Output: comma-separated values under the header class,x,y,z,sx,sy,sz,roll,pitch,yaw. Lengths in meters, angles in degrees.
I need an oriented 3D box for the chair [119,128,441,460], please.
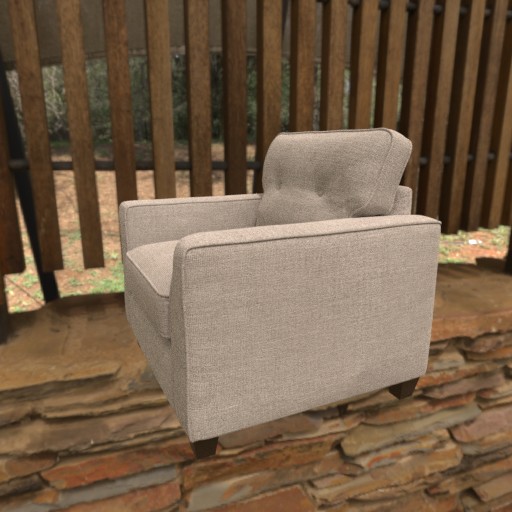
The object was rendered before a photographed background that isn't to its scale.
class,x,y,z,sx,sy,sz,roll,pitch,yaw
chair,0.000,0.000,1.759,0.939,0.965,1.015,-7,16,-25
